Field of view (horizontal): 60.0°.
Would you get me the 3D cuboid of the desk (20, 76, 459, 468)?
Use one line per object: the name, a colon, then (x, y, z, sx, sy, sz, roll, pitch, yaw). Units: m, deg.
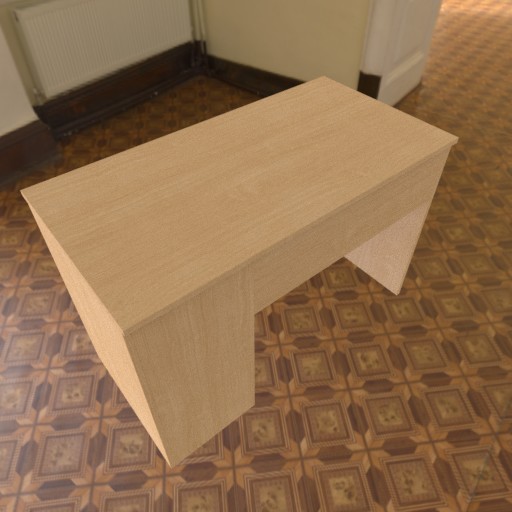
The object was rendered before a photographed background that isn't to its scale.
desk: (0.000, 0.000, 1.483, 1.097, 0.735, 0.560, -30, 52, -27)
